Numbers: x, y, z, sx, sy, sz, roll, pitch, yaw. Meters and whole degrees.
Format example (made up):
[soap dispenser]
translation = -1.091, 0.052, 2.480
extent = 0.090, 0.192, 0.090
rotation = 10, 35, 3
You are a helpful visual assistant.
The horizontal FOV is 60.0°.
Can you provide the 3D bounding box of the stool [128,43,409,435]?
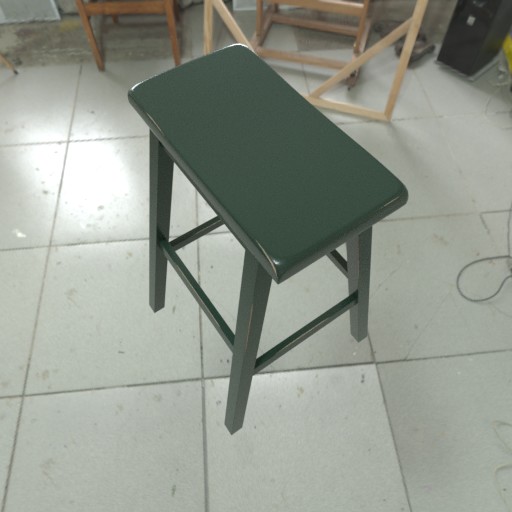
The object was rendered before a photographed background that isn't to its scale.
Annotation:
[stool]
translation = 0.000, 0.000, 1.013
extent = 0.476, 0.737, 0.457
rotation = -31, 63, -17
